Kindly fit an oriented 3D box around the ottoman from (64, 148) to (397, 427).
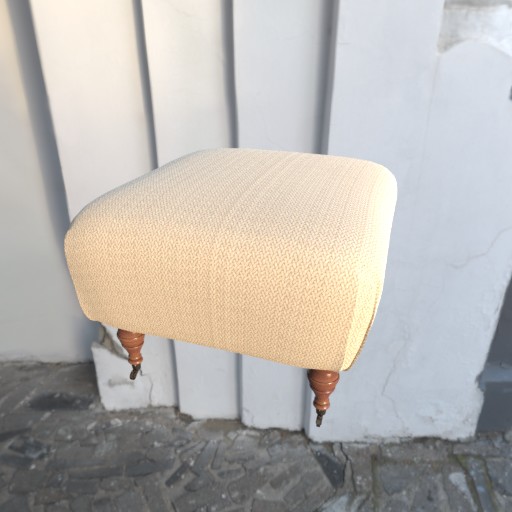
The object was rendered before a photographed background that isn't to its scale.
[{"bbox_3d":[0.000,0.000,1.101,0.622,0.447,0.684,8,27,17],"label":"ottoman"}]
